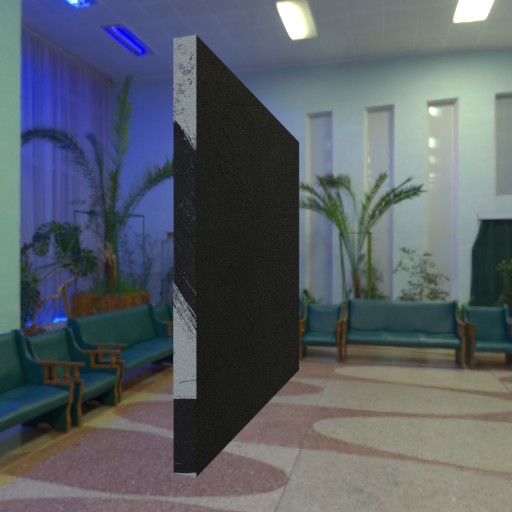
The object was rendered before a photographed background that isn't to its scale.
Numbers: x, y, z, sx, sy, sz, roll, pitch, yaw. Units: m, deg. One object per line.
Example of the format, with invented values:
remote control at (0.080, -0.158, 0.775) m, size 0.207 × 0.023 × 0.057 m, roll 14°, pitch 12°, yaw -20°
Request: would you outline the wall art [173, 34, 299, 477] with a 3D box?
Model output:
wall art at (0.000, 0.000, 1.133) m, size 0.046 × 0.765 × 0.765 m, roll 0°, pitch 0°, yaw 19°
